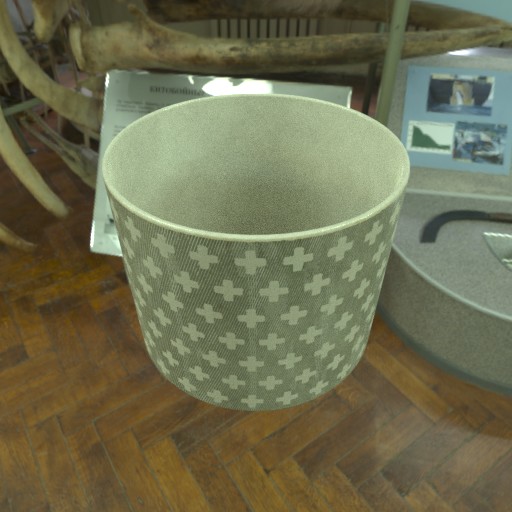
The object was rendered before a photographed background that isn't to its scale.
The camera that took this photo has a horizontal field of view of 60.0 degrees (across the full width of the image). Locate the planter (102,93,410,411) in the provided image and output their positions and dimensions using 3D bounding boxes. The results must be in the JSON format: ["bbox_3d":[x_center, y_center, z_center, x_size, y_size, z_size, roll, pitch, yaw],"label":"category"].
[{"bbox_3d":[0.000,0.000,0.340,0.190,0.181,0.190,0,40,0],"label":"planter"}]
